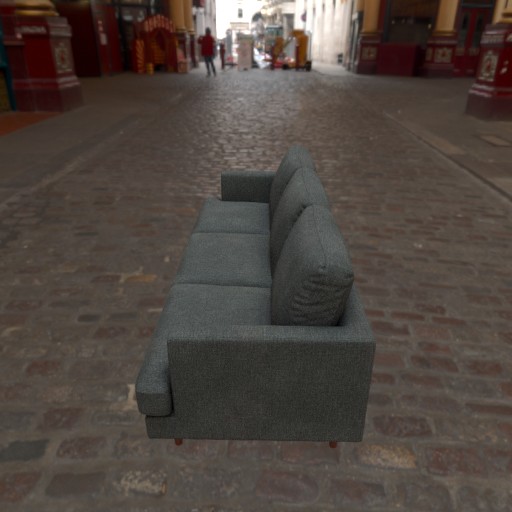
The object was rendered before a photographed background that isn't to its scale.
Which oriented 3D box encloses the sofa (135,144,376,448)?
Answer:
[{"bbox_3d":[0.000,0.000,2.650,0.903,0.930,2.246,1,26,1],"label":"sofa"}]
